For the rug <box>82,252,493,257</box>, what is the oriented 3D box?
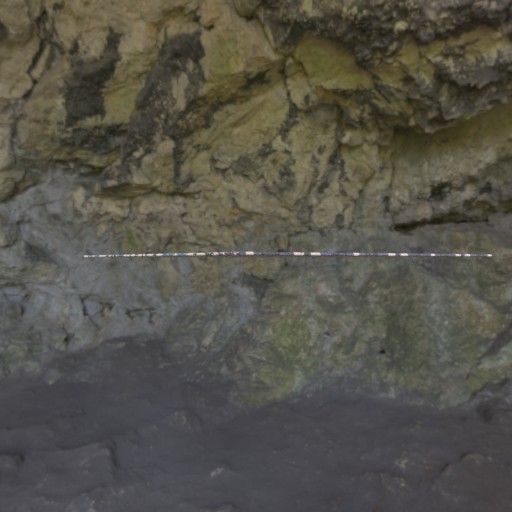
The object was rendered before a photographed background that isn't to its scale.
[{"bbox_3d":[0.000,0.000,2.935,1.676,0.013,2.261,0,0,-35],"label":"rug"}]
